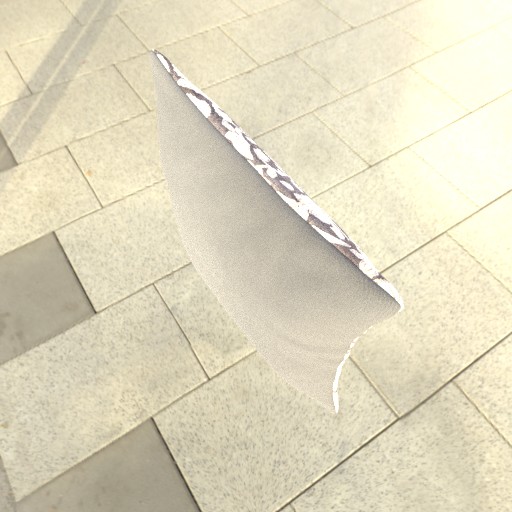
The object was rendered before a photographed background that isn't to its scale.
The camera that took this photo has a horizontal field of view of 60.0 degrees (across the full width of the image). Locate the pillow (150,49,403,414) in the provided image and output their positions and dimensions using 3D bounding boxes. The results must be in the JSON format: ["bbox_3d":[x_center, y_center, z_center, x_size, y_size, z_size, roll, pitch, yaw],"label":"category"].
[{"bbox_3d":[0.000,0.000,0.772,0.166,0.507,0.526,-31,63,-18],"label":"pillow"}]
